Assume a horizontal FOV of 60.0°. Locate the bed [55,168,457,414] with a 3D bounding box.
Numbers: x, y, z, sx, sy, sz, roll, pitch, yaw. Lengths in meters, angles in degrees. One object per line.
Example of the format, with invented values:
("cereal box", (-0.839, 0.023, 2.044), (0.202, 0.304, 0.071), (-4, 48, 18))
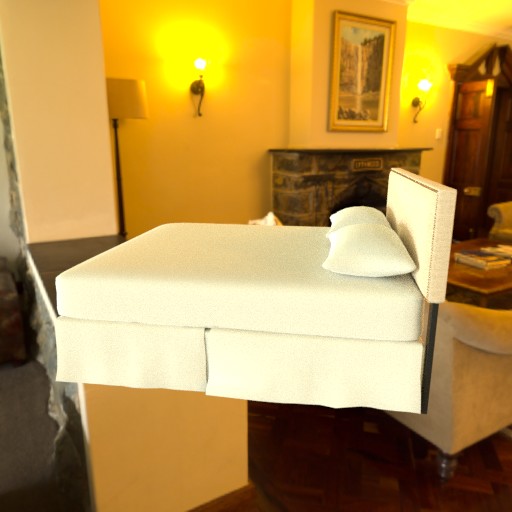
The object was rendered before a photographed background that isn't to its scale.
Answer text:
("bed", (0.000, 0.000, 2.769), (1.876, 1.016, 1.616), (2, 14, 10))
